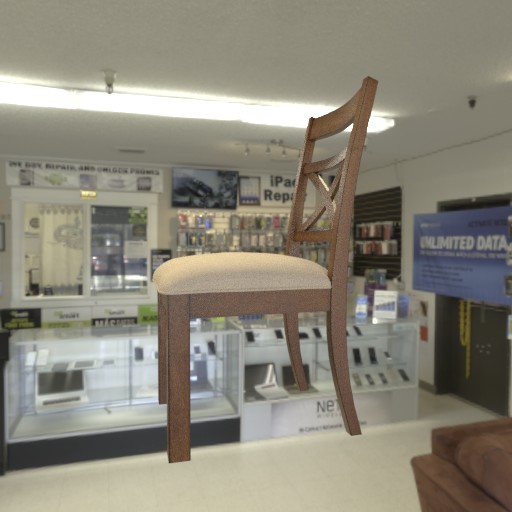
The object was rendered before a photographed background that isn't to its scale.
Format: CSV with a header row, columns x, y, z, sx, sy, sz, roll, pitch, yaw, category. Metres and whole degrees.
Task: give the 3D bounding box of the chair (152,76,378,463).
x,y,z,sx,sy,sz,roll,pitch,yaw,category
0.000,0.000,1.302,0.581,0.949,0.461,0,2,-16,chair
